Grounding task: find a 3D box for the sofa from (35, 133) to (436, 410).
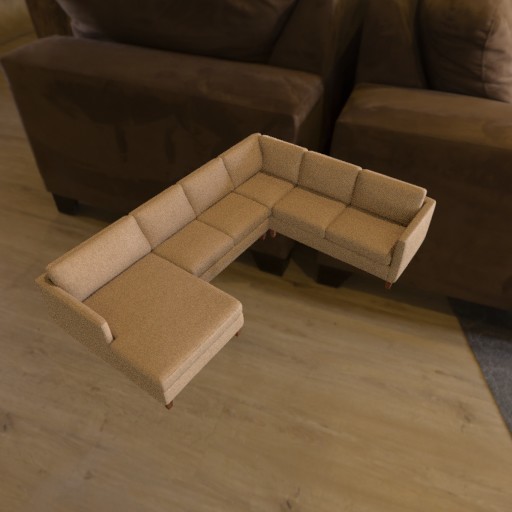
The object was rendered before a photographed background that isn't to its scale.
[{"bbox_3d":[0.000,0.000,4.607,2.551,0.889,3.403,26,48,26],"label":"sofa"}]
